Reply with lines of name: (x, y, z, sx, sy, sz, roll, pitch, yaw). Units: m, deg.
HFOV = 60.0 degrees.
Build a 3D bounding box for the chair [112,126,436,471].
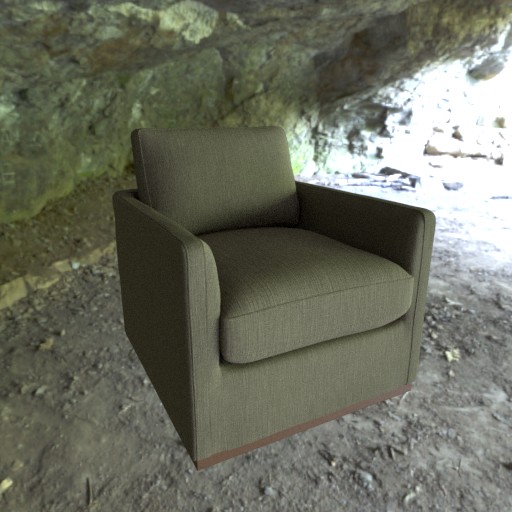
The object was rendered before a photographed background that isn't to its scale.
chair: (0.000, 0.000, 1.470, 0.763, 0.811, 0.834, -9, 20, -26)
